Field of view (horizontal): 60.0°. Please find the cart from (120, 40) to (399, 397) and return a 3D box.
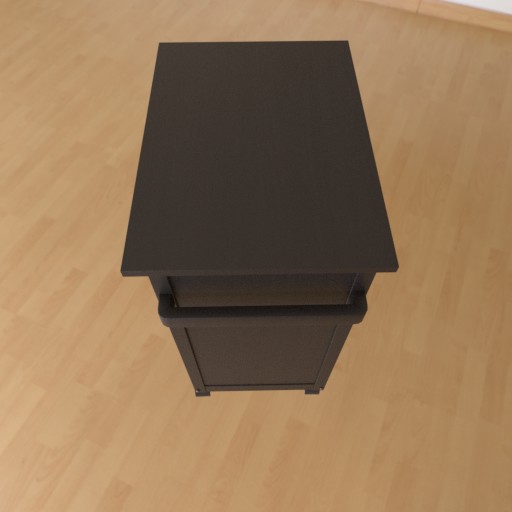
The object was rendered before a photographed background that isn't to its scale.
[{"bbox_3d":[0.000,0.000,1.256,0.456,0.879,0.660,-1,57,-1],"label":"cart"}]
